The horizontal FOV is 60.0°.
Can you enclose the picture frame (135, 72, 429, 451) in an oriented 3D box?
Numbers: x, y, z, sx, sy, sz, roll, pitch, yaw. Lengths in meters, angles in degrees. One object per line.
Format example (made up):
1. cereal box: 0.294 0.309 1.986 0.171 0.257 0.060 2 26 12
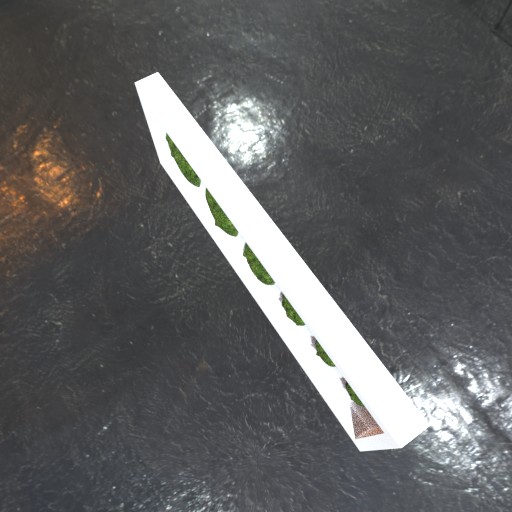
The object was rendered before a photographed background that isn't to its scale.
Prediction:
1. picture frame: 0.000 0.000 0.825 0.050 0.250 0.759 -31 69 -13
